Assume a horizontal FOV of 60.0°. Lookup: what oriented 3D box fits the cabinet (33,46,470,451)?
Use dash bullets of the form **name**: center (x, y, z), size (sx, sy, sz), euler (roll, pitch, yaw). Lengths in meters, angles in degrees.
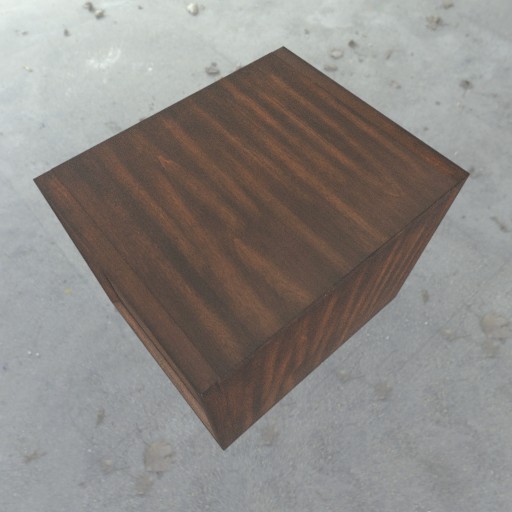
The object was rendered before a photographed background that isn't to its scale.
- **cabinet**: center (0.000, 0.000, 0.834), size (0.500, 0.455, 0.402), euler (-36, 65, -20)
